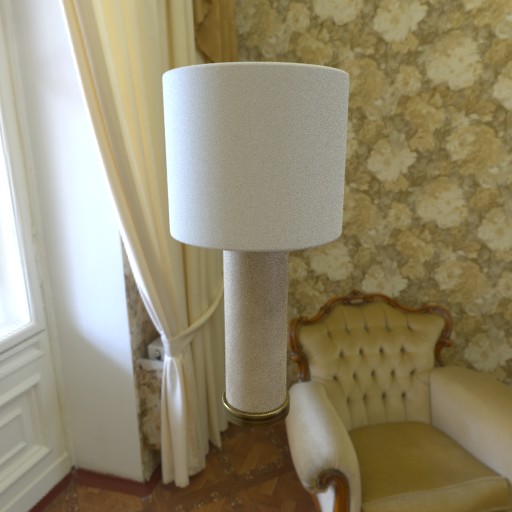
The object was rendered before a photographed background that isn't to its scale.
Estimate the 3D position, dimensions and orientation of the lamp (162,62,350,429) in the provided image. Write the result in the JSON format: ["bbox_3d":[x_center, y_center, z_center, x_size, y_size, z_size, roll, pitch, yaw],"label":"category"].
[{"bbox_3d":[0.000,0.000,0.814,0.305,0.634,0.305,-8,17,-26],"label":"lamp"}]
